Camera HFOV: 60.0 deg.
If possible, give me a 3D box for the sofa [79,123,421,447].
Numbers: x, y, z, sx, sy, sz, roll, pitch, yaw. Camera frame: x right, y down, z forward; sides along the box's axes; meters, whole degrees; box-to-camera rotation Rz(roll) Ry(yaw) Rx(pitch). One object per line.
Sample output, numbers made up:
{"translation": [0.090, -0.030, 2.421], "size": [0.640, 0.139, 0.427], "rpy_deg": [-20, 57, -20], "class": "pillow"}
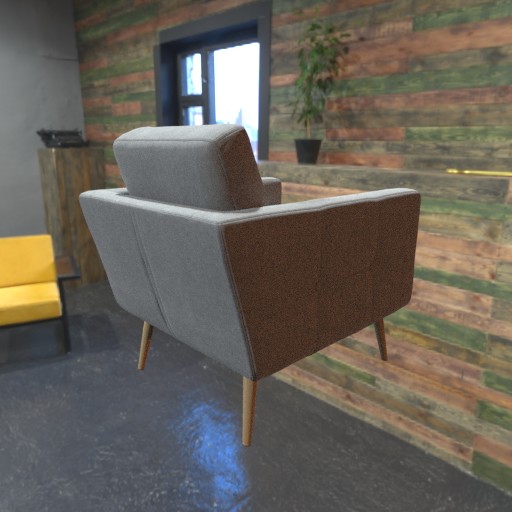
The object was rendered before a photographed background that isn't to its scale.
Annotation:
{"translation": [0.000, 0.000, 1.543], "size": [0.920, 0.860, 0.770], "rpy_deg": [-13, 20, -42], "class": "sofa"}
